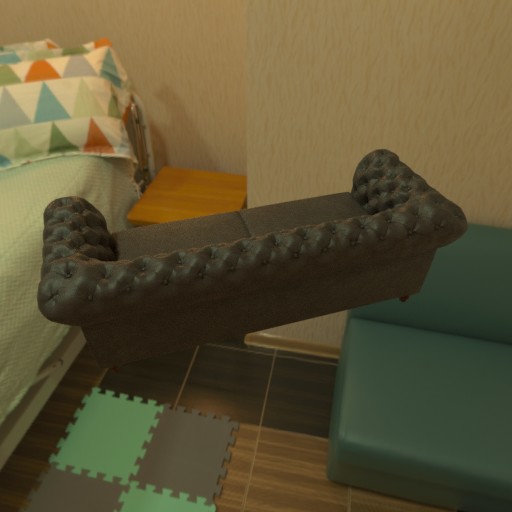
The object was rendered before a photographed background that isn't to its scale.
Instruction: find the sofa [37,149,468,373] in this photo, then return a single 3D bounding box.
[{"bbox_3d":[0.000,0.000,2.773,2.385,0.783,0.944,-11,40,-13],"label":"sofa"}]
